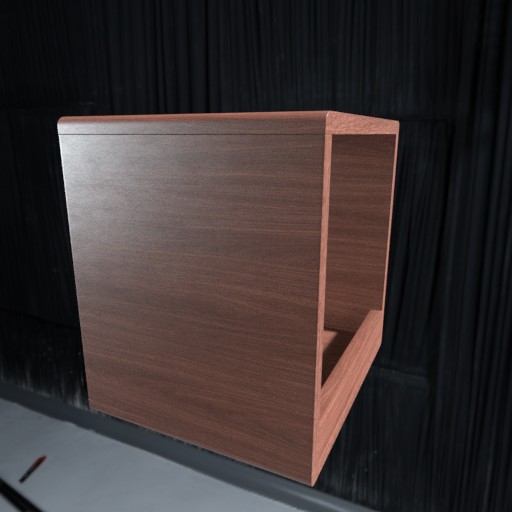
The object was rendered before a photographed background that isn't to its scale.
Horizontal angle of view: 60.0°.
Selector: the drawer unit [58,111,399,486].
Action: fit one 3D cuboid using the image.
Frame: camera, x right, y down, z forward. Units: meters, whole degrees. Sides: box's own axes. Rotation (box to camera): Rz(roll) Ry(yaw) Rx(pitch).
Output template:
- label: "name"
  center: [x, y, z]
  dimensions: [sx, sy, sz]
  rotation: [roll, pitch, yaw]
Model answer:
- label: "drawer unit"
  center: [0.000, 0.000, 0.596]
  dimensions: [0.290, 0.351, 0.349]
  rotation: [7, 17, 25]
